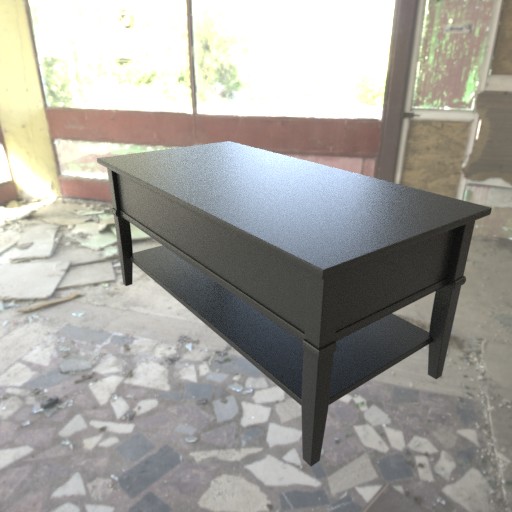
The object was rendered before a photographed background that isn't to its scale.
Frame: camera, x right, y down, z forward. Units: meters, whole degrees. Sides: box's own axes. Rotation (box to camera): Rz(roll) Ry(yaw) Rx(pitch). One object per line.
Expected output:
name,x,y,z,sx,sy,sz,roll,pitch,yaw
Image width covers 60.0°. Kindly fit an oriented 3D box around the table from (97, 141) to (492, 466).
table,0.000,0.000,1.314,0.523,0.470,1.044,-17,30,-33
